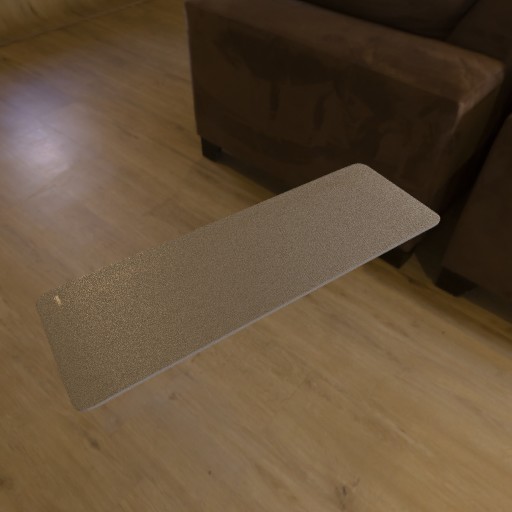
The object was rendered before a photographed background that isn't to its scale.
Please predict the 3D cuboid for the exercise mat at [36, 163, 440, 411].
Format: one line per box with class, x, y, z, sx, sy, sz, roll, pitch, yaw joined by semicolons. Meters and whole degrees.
exercise mat;0.000;0.000;2.068;1.884;0.021;0.616;-25;51;-22
